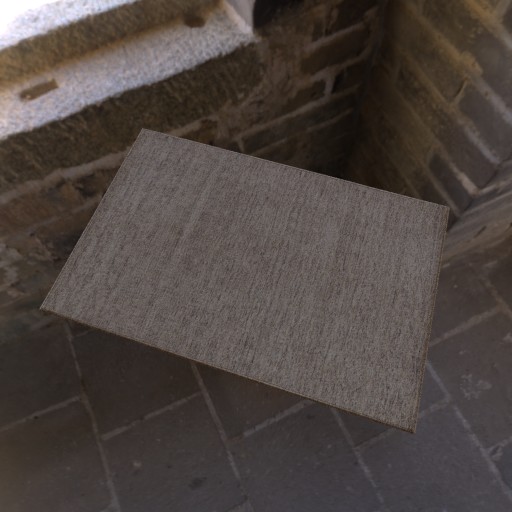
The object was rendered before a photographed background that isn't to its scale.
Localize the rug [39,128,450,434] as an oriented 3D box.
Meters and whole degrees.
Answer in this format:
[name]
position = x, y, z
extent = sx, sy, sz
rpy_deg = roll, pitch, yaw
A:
[rug]
position = 0.000, 0.000, 2.284
extent = 1.822, 0.018, 1.211
rpy_deg = 16, 65, 8
